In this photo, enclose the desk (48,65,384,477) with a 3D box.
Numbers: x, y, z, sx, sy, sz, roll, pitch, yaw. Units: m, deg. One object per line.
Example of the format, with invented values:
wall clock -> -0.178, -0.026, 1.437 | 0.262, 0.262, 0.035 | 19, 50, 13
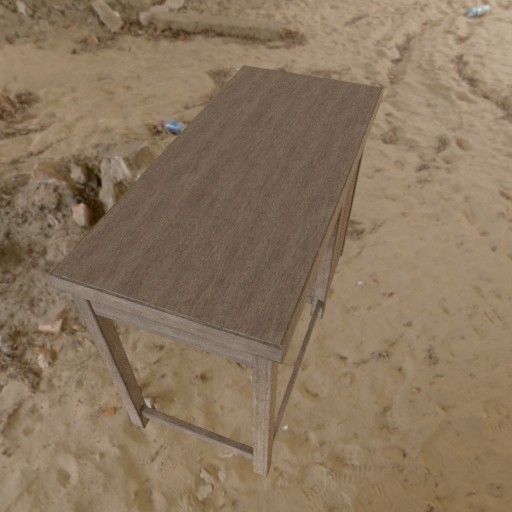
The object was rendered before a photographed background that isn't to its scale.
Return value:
desk -> 0.000, 0.000, 1.754 | 0.610, 0.912, 1.289 | 15, 48, 14
